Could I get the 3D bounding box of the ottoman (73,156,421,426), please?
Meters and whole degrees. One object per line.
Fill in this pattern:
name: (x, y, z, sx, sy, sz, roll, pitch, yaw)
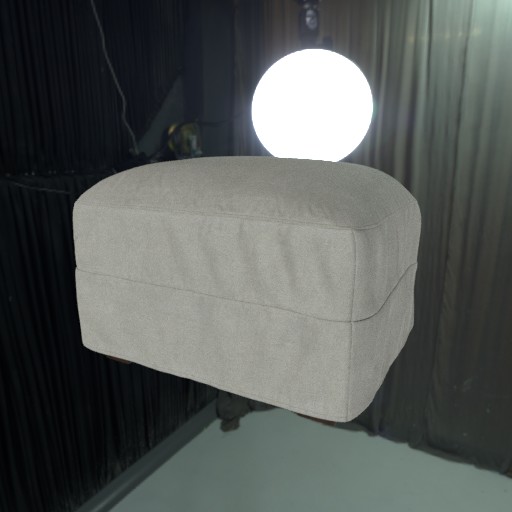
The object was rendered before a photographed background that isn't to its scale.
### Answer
ottoman: (0.000, 0.000, 1.093, 0.712, 0.480, 0.584, 8, 16, 27)
